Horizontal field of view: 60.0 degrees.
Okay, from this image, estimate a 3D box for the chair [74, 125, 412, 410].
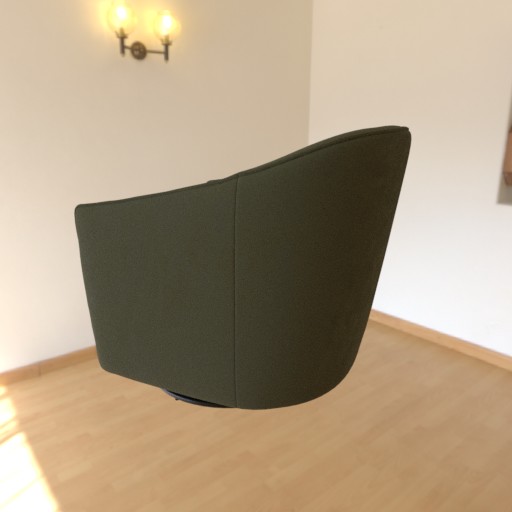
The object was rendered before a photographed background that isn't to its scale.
[{"bbox_3d":[0.000,0.000,1.421,0.875,0.799,0.747,7,17,25],"label":"chair"}]
